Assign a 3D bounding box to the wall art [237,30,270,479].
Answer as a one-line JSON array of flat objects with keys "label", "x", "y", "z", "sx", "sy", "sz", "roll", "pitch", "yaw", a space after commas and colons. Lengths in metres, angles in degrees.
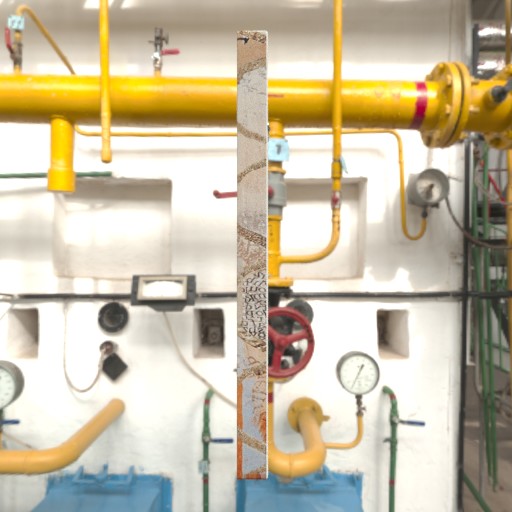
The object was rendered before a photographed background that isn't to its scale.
[{"label": "wall art", "x": 0.000, "y": 0.000, "z": 0.750, "sx": 0.038, "sy": 0.508, "sz": 0.507, "roll": 0, "pitch": 0, "yaw": 1}]
